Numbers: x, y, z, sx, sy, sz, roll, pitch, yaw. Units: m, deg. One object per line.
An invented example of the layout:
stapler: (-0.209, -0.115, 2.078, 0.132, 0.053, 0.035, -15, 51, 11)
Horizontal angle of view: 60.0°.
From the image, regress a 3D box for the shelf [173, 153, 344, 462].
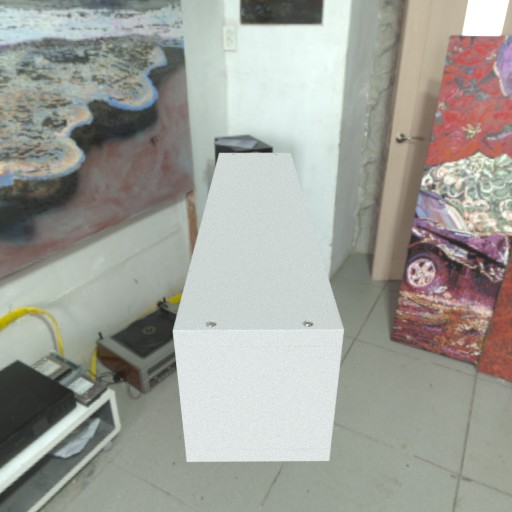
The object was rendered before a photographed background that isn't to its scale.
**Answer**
shelf: (0.000, 0.000, 0.697, 0.150, 0.170, 0.610, 0, 27, 0)
